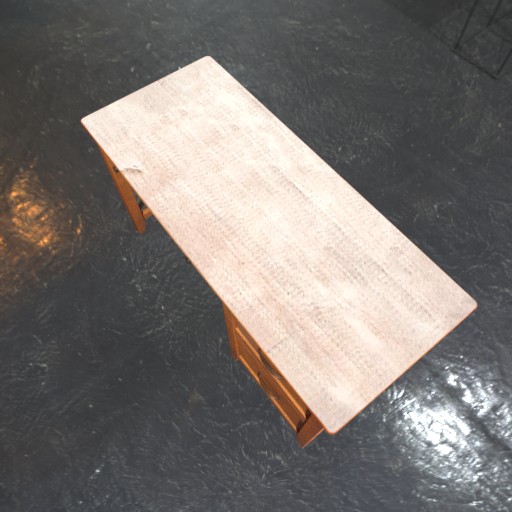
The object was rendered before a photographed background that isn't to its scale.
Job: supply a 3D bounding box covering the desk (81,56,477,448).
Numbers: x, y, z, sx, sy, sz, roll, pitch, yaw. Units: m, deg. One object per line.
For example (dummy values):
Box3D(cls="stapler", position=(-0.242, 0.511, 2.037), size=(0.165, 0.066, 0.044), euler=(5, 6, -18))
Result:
Box3D(cls="desk", position=(0.000, 0.000, 1.769), size=(0.574, 0.756, 1.353), euler=(-34, 67, -17))
